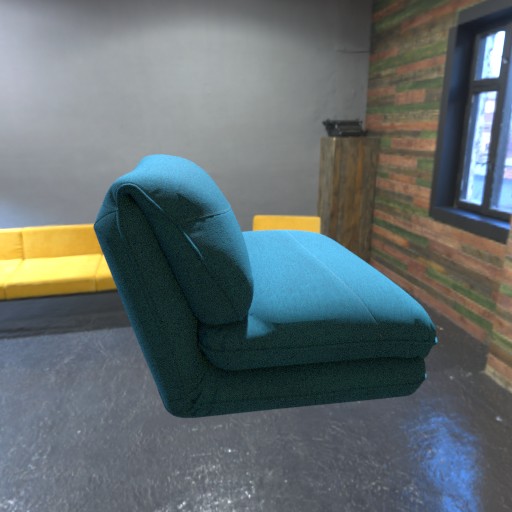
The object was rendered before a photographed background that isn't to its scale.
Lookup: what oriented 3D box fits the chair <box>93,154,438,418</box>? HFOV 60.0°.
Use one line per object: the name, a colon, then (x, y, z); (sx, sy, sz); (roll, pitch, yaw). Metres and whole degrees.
chair: (0.000, 0.000, 1.336); (0.780, 0.580, 0.820); (-3, 16, -9)
